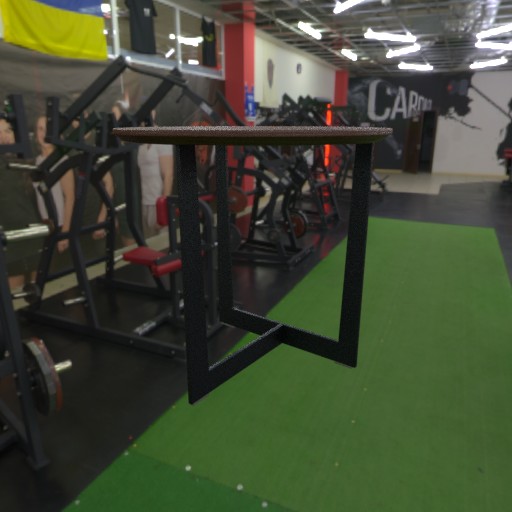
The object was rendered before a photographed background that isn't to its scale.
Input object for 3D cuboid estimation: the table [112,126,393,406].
[{"bbox_3d":[0.000,0.000,0.857,0.477,0.476,0.494,8,19,25],"label":"table"}]
